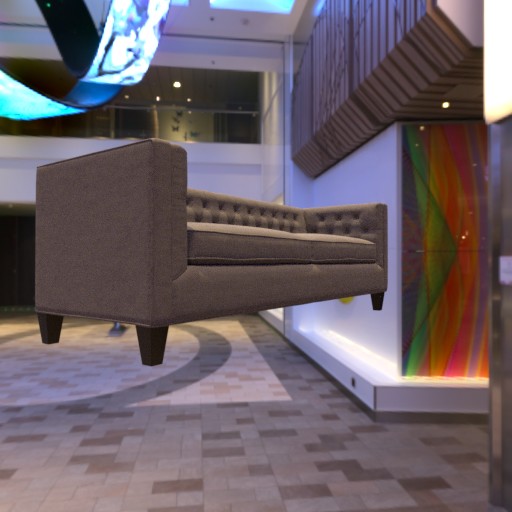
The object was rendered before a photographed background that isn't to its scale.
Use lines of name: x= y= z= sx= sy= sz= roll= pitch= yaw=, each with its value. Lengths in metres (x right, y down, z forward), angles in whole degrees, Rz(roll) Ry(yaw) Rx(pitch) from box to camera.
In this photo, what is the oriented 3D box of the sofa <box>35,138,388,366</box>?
sofa: x=0.000 y=0.000 z=2.535 sx=0.775 sy=0.762 sz=2.159 roll=0 pitch=-1 yaw=36
